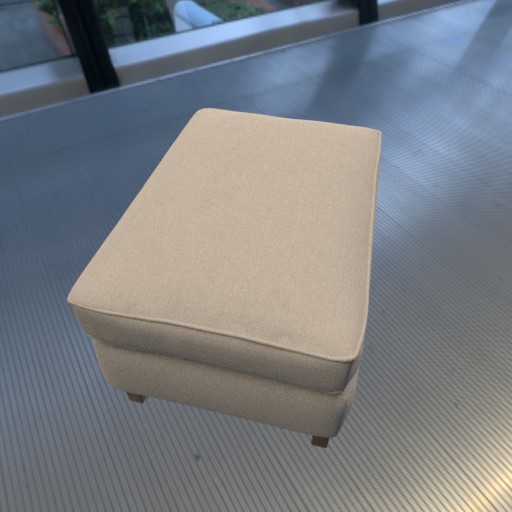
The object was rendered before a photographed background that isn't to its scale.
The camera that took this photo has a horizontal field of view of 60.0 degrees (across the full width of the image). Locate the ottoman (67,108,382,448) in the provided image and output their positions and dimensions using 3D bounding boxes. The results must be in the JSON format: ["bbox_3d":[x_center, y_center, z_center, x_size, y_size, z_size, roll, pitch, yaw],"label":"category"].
[{"bbox_3d":[0.000,0.000,0.984,0.501,0.456,0.665,10,46,10],"label":"ottoman"}]
